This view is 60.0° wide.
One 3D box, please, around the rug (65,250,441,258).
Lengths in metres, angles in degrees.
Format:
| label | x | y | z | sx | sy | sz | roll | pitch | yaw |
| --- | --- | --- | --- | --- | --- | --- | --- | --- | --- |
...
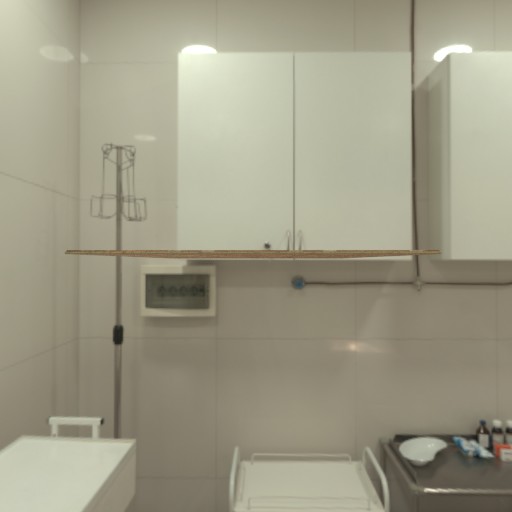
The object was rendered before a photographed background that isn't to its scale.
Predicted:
| label | x | y | z | sx | sy | sz | roll | pitch | yaw |
| --- | --- | --- | --- | --- | --- | --- | --- | --- | --- |
| rug | 0.000 | 0.000 | 2.967 | 1.555 | 0.016 | 2.286 | 0 | -1 | 1 |
